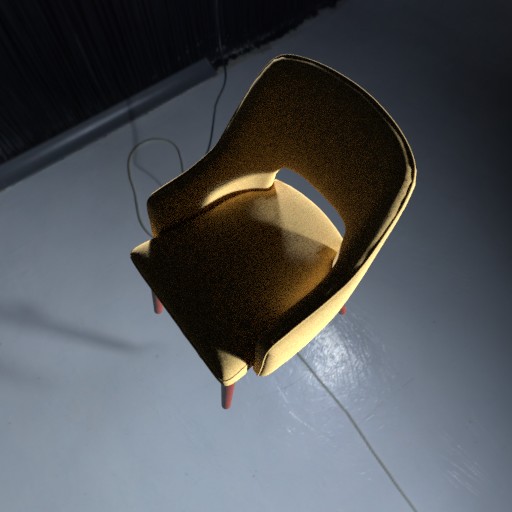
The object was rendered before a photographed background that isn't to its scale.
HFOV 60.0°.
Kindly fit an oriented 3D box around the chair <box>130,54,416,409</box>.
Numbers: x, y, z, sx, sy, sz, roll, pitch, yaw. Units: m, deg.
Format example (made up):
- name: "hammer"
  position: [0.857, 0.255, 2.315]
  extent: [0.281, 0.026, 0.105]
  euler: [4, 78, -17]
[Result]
- name: "chair"
  position: [0.000, 0.000, 1.232]
  extent: [0.605, 0.849, 0.548]
  euler: [-35, 69, -16]
